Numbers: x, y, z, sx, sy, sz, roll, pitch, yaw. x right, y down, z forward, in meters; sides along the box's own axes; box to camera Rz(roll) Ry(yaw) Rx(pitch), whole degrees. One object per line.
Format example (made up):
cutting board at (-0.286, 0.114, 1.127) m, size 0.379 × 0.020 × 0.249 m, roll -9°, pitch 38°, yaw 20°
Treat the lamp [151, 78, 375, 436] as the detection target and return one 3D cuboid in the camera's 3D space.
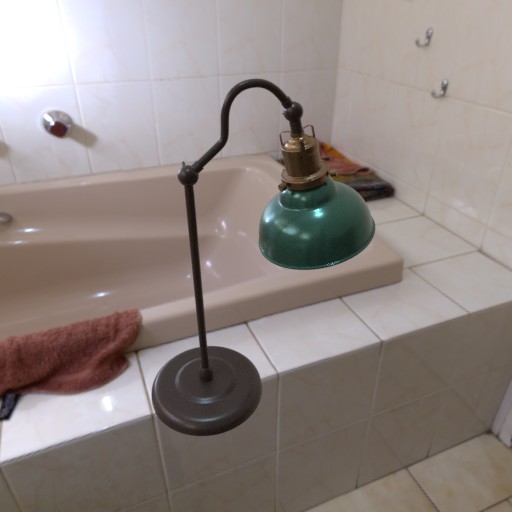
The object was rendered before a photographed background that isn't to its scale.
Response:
lamp at (0.000, 0.000, 0.675) m, size 0.374 × 0.508 × 0.192 m, roll -11°, pitch 33°, yaw -17°
